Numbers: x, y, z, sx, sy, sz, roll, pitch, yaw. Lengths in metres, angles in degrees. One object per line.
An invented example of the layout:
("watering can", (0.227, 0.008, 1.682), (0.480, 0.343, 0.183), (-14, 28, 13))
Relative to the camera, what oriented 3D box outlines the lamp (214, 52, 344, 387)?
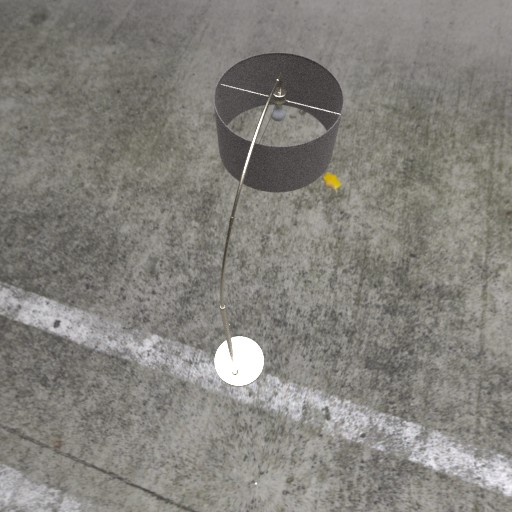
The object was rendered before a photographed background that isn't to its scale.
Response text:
("lamp", (0.000, 0.000, 2.125), (0.452, 1.735, 0.934), (17, 64, 9))
